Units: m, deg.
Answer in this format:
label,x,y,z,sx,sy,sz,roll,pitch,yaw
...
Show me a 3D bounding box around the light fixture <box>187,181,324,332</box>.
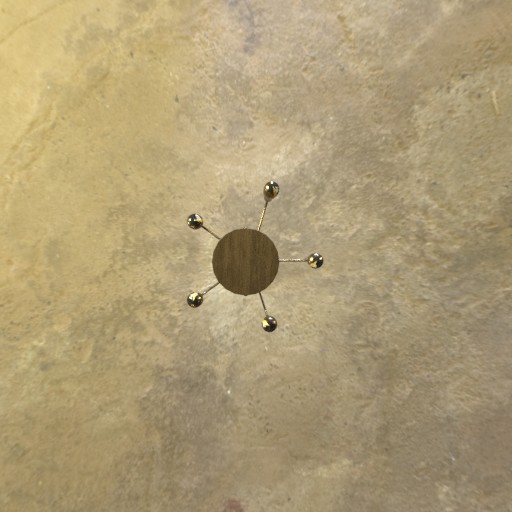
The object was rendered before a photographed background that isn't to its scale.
label,x,y,z,sx,sy,sz,roll,pitch,yaw
light fixture,0.000,0.000,1.415,0.532,1.059,0.588,0,90,0
